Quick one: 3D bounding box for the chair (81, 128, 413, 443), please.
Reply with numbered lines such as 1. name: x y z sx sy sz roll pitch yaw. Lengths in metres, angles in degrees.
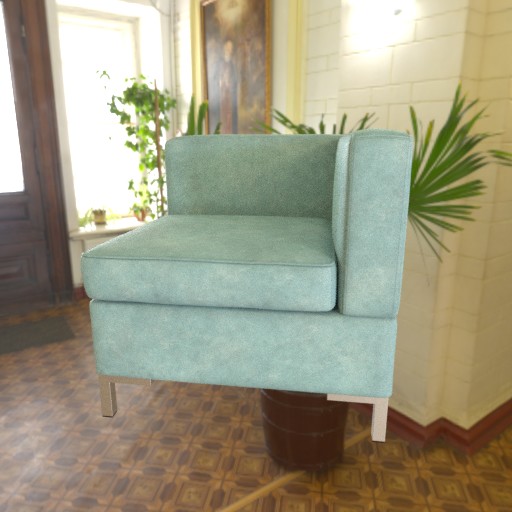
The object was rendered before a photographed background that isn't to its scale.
1. chair: 0.000 0.000 1.220 0.691 0.660 0.684 2 14 8
